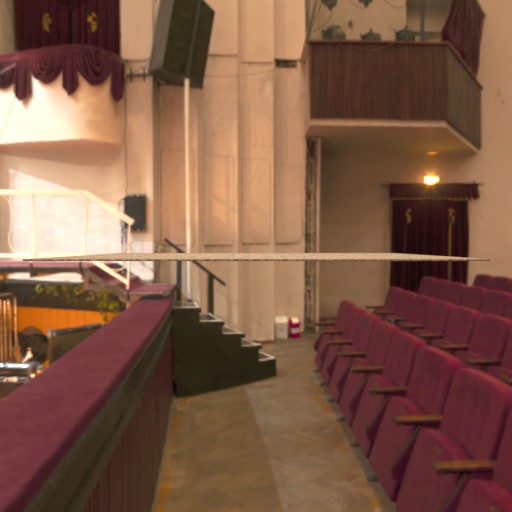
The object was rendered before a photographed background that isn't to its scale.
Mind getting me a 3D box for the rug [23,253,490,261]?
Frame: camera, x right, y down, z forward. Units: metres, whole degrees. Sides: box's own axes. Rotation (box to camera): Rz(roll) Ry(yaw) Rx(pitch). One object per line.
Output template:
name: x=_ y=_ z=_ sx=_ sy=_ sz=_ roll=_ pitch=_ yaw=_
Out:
rug: x=0.000 y=0.000 z=2.339 sx=1.824 sy=0.008 sz=1.220 roll=0 pitch=1 yaw=0
